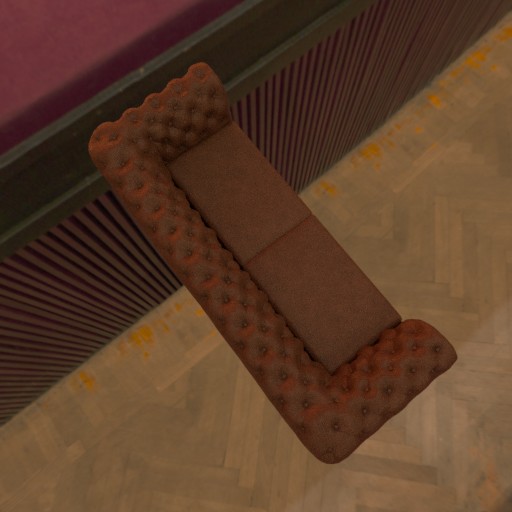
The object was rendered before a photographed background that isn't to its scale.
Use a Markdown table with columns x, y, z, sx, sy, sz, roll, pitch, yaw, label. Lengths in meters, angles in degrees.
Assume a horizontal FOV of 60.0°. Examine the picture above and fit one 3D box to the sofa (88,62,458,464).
| x | y | z | sx | sy | sz | roll | pitch | yaw | label |
| --- | --- | --- | --- | --- | --- | --- | --- | --- | --- |
| 0.000 | 0.000 | 2.822 | 0.944 | 0.783 | 2.385 | -37 | 78 | -9 | sofa |
